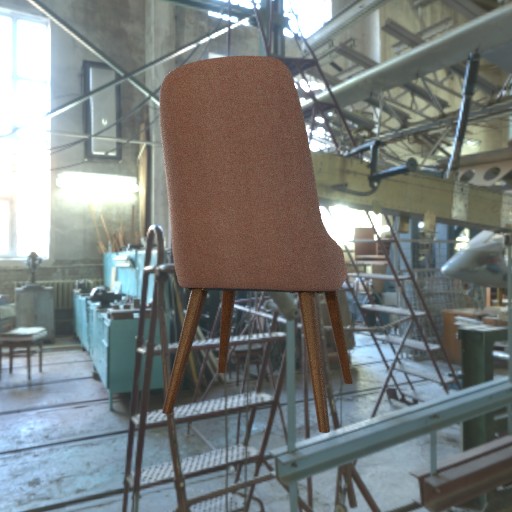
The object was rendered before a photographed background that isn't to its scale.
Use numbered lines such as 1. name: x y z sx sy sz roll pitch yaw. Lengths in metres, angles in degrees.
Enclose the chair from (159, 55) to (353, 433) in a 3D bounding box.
1. chair: 0.000 0.000 1.357 0.535 0.918 0.707 0 0 18
